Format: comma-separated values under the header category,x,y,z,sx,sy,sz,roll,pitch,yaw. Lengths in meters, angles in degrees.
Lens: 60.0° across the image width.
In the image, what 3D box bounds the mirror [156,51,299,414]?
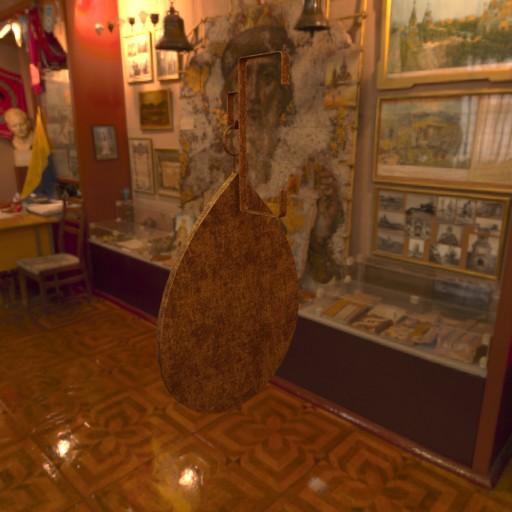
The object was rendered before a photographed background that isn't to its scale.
category,x,y,z,sx,sy,sz,roll,pitch,yaw
mirror,0.000,0.000,0.895,0.405,0.744,0.144,-15,22,-42
